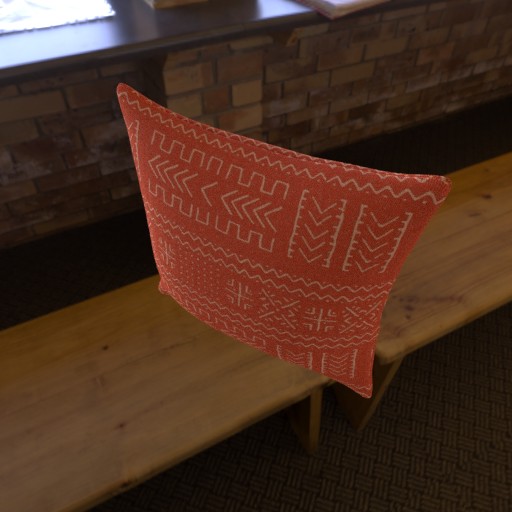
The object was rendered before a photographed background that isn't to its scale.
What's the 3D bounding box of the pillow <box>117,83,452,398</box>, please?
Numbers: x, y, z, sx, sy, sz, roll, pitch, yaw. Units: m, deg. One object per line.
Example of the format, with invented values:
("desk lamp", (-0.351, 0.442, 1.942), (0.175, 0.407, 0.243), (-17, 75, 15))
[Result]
("pillow", (0.000, 0.000, 0.651), (0.438, 0.429, 0.164), (23, 50, 21))
